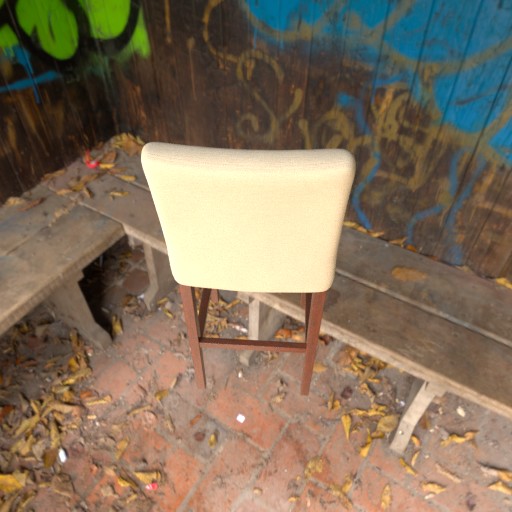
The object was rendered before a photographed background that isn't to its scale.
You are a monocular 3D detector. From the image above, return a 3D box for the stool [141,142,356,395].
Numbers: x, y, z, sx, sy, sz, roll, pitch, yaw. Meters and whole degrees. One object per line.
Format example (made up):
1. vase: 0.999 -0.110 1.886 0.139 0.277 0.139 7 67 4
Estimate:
1. stool: 0.000 0.000 1.397 0.470 1.078 0.577 3 46 3
